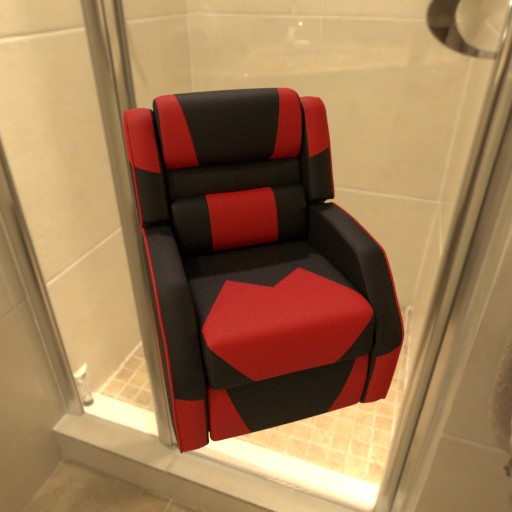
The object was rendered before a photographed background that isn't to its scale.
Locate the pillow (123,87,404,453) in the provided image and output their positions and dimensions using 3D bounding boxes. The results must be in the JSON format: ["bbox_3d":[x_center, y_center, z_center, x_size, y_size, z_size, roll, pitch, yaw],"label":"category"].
[{"bbox_3d":[0.000,0.000,1.284,0.620,0.805,0.672,-9,33,-15],"label":"pillow"}]
